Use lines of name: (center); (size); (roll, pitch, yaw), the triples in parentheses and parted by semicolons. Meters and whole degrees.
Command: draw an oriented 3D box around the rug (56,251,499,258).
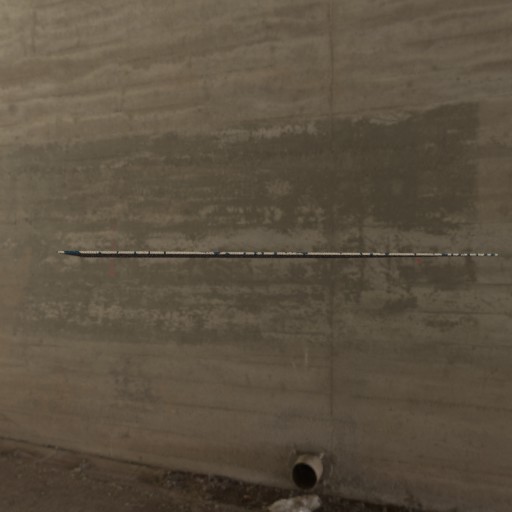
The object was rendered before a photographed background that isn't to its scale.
rug: (0.000, 0.000, 3.969); (3.017, 0.014, 2.416); (0, -1, -18)
